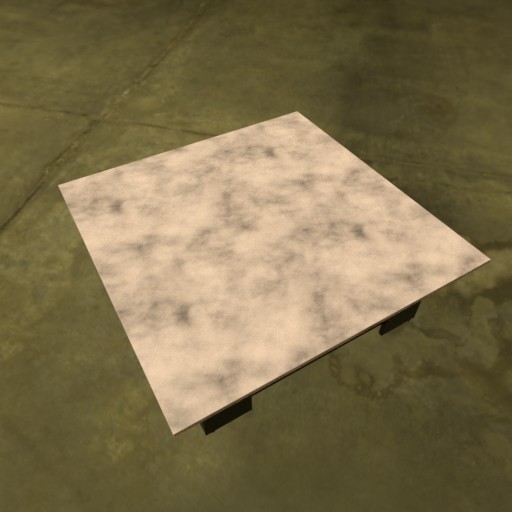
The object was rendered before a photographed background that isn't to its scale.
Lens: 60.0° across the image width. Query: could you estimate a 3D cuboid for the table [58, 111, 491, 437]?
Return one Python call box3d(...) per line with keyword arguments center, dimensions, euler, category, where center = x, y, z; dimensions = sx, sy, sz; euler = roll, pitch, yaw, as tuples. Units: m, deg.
box3d(center=(0.000, 0.000, 1.368), dimensions=(0.890, 0.305, 0.890), euler=(-23, 51, -20), category="table")
